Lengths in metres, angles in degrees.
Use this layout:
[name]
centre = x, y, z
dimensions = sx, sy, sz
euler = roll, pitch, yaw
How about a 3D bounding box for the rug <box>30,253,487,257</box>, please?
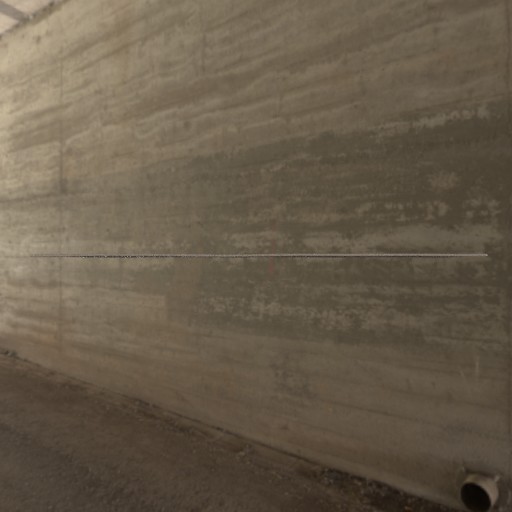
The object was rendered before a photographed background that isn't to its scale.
[rug]
centre = 0.000, 0.000, 2.419
dimensions = 2.182, 0.015, 0.645
euler = 0, -1, 2
